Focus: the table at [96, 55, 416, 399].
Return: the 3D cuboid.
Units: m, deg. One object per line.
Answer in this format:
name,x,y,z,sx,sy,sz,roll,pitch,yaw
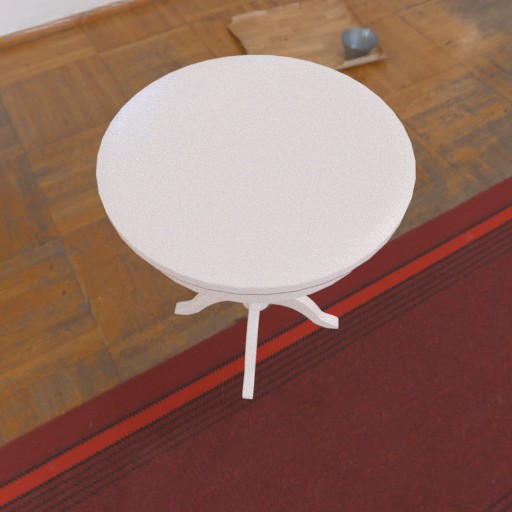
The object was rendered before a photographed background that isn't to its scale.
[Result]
table,0.000,0.000,0.998,0.513,0.653,0.513,0,58,0
